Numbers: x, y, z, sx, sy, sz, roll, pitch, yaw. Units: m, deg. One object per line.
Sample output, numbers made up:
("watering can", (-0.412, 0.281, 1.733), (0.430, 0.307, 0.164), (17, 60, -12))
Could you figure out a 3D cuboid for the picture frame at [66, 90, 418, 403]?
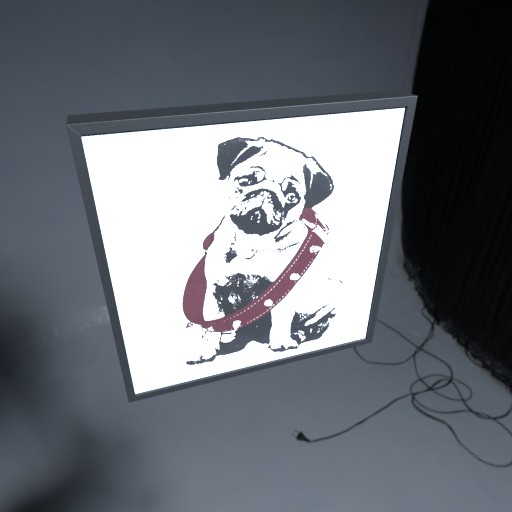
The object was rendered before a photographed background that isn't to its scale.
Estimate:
("picture frame", (0.000, 0.000, 0.479), (0.317, 0.317, 0.030), (-10, 33, -15))
